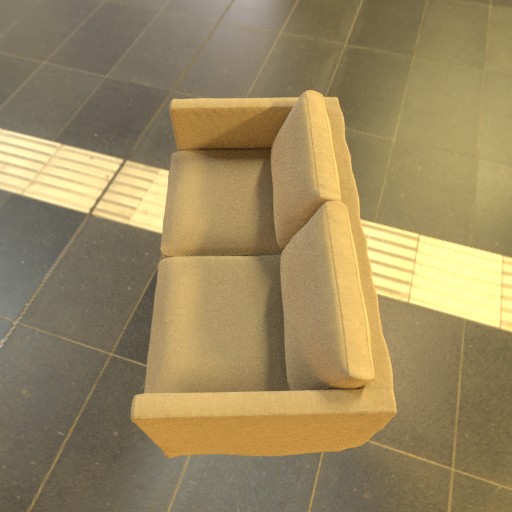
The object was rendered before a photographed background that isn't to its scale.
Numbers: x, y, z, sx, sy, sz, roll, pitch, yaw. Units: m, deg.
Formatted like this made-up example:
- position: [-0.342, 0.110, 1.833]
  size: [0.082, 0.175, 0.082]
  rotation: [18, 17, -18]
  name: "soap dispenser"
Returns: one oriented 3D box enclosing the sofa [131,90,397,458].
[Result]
- position: [0.000, 0.000, 2.209]
  size: [0.962, 0.835, 1.719]
  rotation: [-1, 57, -1]
  name: "sofa"
